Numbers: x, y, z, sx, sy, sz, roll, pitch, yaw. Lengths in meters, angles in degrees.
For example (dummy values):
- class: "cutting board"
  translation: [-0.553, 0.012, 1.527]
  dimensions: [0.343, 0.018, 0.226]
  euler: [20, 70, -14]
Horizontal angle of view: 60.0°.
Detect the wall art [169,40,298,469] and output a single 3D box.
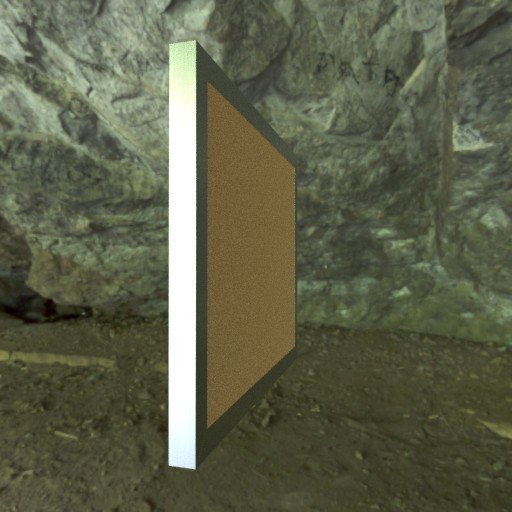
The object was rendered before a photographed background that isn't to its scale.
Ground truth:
- class: "wall art"
  translation: [0.000, 0.000, 0.742]
  dimensions: [0.032, 0.456, 0.557]
  euler: [0, -1, 16]
